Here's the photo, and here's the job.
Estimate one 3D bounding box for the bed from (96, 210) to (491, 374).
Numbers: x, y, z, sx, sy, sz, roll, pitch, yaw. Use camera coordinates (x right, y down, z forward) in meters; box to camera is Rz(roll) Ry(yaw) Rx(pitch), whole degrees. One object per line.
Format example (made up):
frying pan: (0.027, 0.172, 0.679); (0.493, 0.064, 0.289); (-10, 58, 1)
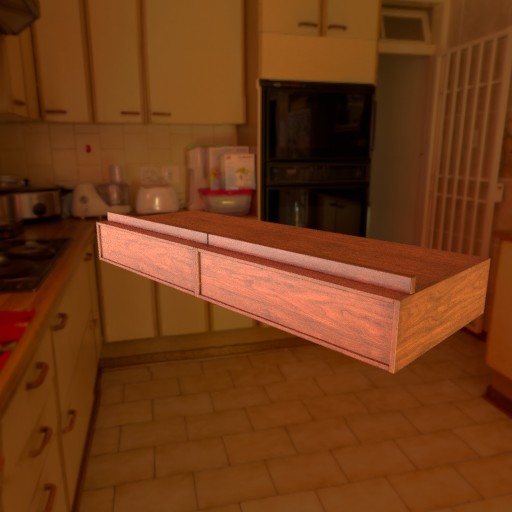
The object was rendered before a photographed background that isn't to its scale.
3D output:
bed: (0.000, 0.000, 2.348); (0.787, 0.326, 2.057); (-13, 19, -43)
